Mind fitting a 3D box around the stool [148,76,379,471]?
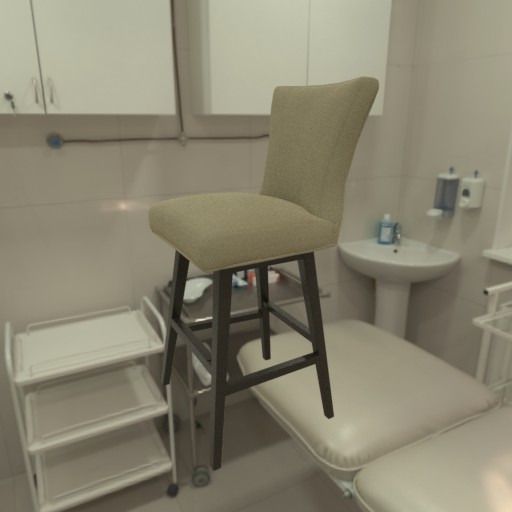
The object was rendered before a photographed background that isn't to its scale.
[{"bbox_3d":[0.000,0.000,1.461,0.574,1.086,0.514,-9,20,-27],"label":"stool"}]
